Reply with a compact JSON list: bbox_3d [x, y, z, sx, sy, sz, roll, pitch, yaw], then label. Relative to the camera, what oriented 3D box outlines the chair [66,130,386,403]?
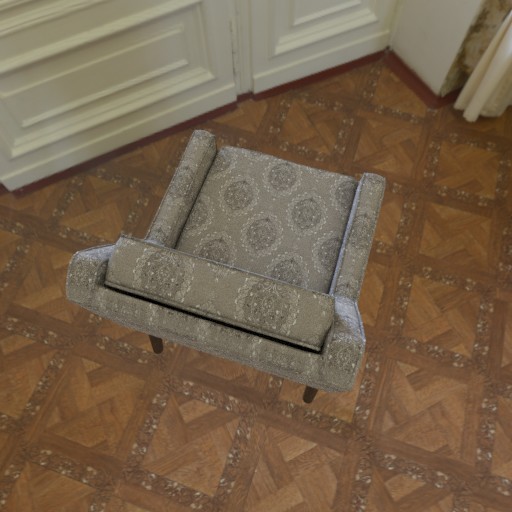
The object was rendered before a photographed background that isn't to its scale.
[{"bbox_3d":[0.000,0.000,1.374,0.665,0.797,0.750,16,65,8],"label":"chair"}]
